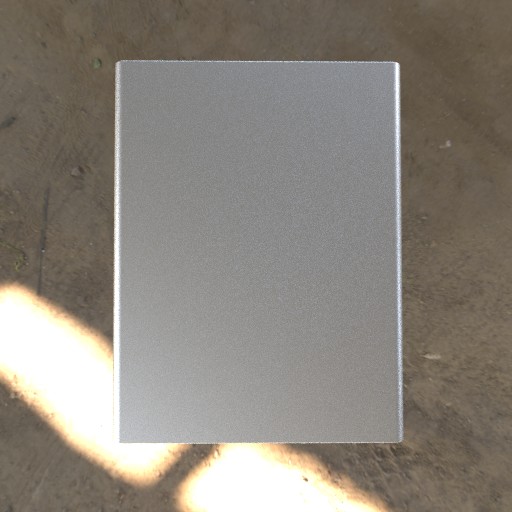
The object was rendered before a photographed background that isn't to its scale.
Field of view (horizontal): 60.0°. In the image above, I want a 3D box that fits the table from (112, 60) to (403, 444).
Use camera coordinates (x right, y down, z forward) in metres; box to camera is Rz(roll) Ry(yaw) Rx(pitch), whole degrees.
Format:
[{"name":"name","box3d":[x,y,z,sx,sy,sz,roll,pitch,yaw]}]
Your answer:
[{"name":"table","box3d":[0.000,0.000,1.320,0.584,0.876,0.762,0,88,-1]}]
